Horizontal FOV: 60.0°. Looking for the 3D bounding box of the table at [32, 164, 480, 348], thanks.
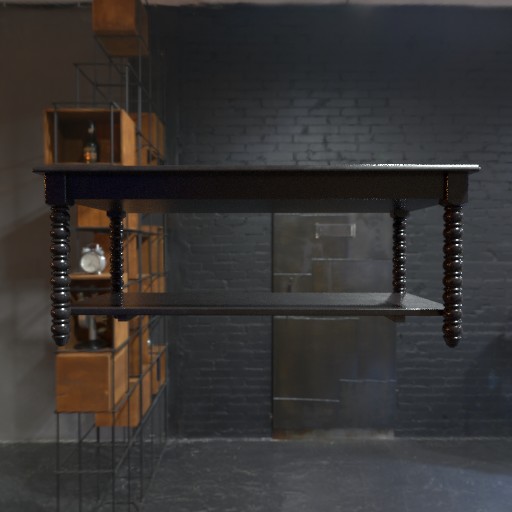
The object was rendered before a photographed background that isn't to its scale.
[{"bbox_3d":[0.000,0.000,1.443,1.171,0.487,0.580,0,1,1],"label":"table"}]
